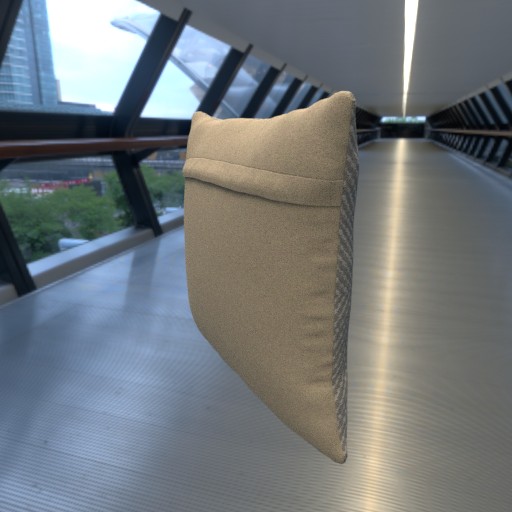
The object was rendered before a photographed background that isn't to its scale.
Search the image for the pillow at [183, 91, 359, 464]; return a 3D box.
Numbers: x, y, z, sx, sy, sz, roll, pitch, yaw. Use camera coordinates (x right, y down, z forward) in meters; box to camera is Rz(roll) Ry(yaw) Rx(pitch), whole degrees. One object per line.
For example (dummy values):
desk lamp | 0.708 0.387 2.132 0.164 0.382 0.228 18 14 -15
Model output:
pillow | 0.000 0.000 0.705 0.181 0.458 0.459 -8 17 -27
